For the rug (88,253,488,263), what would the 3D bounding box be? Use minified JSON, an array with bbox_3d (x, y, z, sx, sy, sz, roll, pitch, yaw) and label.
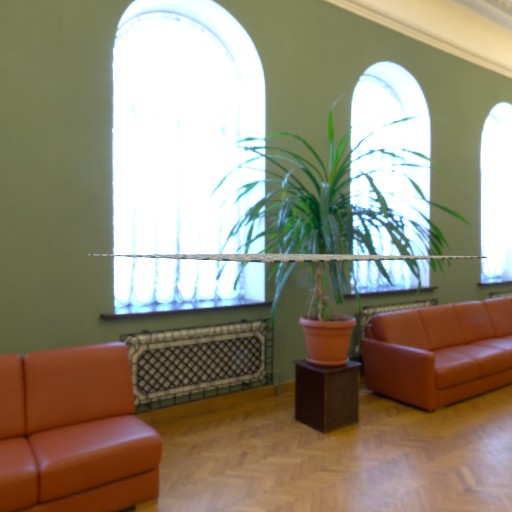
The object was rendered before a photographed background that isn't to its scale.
[{"bbox_3d":[0.000,0.000,2.349,1.225,0.008,1.830,-1,1,-36],"label":"rug"}]
